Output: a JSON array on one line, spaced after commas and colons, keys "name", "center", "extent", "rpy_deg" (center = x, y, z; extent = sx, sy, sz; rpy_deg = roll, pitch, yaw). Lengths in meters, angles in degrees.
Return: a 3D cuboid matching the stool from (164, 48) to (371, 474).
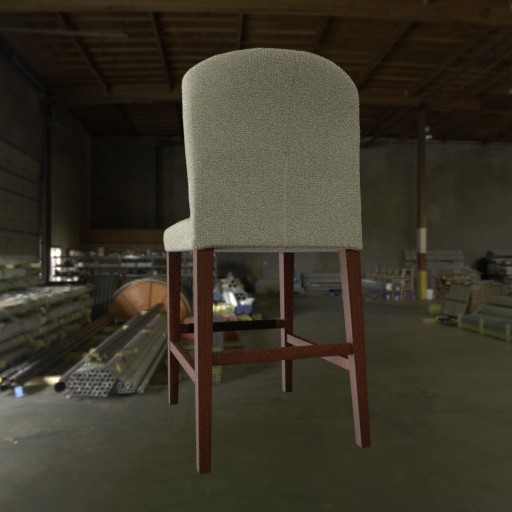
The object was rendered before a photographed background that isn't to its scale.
[{"name": "stool", "center": [0.000, 0.000, 1.295], "extent": [0.481, 0.969, 0.568], "rpy_deg": [0, 0, -19]}]
